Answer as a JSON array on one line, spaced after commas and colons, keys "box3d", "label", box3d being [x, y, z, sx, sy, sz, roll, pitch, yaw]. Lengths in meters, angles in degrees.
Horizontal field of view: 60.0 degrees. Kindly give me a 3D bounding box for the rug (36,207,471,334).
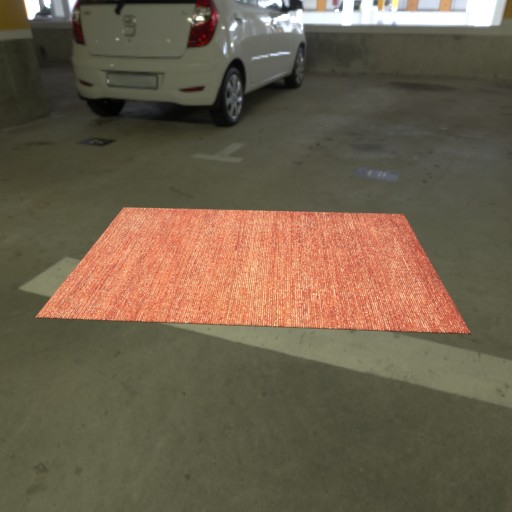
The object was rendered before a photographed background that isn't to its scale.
[{"box3d": [0.000, 0.000, 2.265, 1.747, 0.011, 1.139, 2, 29, 3], "label": "rug"}]
